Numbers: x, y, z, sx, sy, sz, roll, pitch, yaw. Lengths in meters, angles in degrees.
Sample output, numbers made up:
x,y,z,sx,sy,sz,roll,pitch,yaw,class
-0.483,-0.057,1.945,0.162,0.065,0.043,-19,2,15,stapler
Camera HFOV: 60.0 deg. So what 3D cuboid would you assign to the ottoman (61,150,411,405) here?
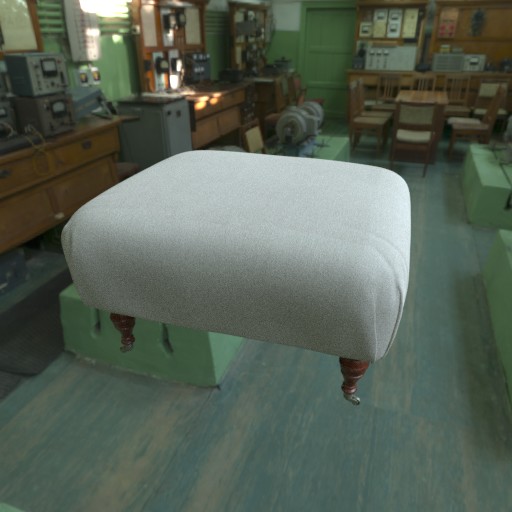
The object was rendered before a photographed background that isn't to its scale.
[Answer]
x,y,z,sx,sy,sz,roll,pitch,yaw,class
0.000,0.000,1.170,0.746,0.450,0.639,8,28,16,ottoman
